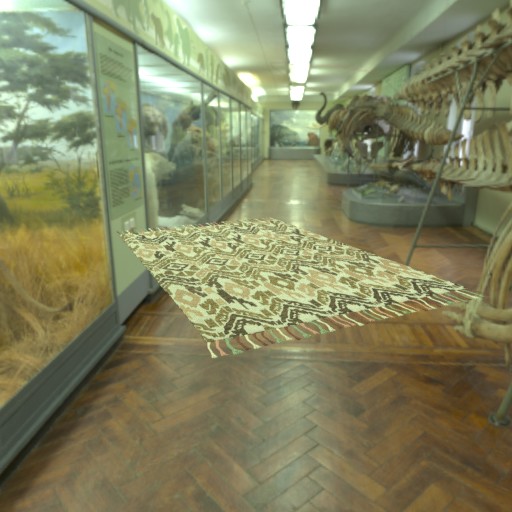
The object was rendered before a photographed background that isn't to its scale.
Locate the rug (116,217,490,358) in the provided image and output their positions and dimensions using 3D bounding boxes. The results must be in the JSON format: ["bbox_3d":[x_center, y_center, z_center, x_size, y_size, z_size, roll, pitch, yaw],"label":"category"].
[{"bbox_3d":[0.000,0.000,3.012,1.524,0.008,2.438,-7,17,-25],"label":"rug"}]
